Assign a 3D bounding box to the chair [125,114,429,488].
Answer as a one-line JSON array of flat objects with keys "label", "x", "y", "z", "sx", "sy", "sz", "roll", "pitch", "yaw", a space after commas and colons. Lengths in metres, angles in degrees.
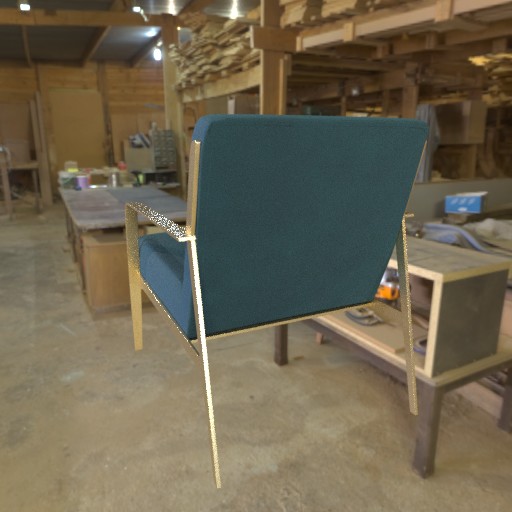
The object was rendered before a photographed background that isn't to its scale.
[{"label": "chair", "x": 0.000, "y": 0.000, "z": 1.420, "sx": 0.692, "sy": 0.831, "sz": 0.859, "roll": -7, "pitch": 17, "yaw": -26}]
